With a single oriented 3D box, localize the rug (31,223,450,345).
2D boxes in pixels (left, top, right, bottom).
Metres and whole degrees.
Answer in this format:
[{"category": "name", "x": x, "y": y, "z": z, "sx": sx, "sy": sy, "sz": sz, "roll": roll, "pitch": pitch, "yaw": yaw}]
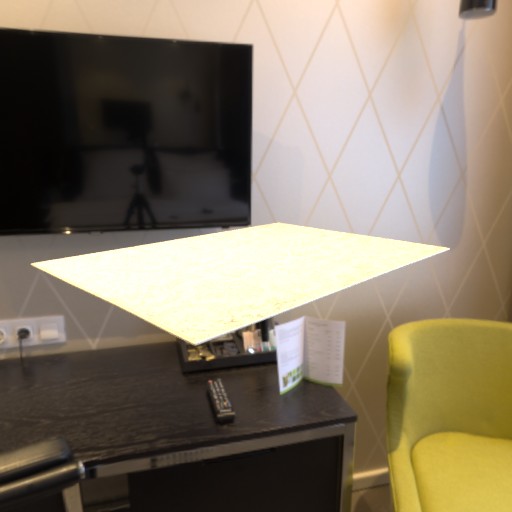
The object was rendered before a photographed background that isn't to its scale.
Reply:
[{"category": "rug", "x": 0.000, "y": 0.000, "z": 2.848, "sx": 1.598, "sy": 0.014, "sz": 2.202, "roll": 13, "pitch": 18, "yaw": 43}]
